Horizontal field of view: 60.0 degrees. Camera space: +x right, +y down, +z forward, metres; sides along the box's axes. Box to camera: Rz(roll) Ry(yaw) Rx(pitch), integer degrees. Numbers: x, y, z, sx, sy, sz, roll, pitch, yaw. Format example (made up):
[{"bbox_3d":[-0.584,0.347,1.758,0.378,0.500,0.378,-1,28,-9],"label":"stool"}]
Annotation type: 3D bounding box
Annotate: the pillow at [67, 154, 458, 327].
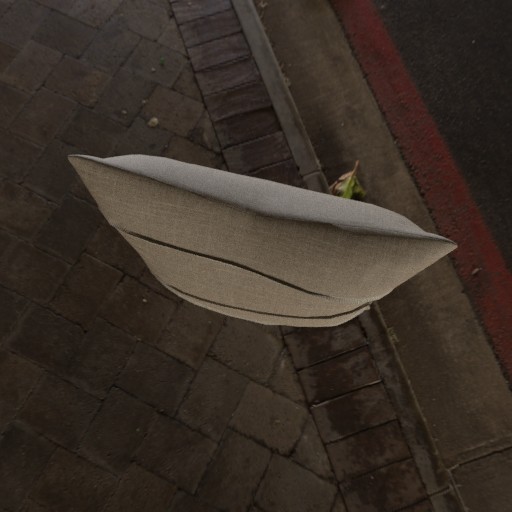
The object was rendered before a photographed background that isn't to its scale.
[{"bbox_3d":[0.000,0.000,0.638,0.424,0.400,0.169,13,75,4],"label":"pillow"}]
